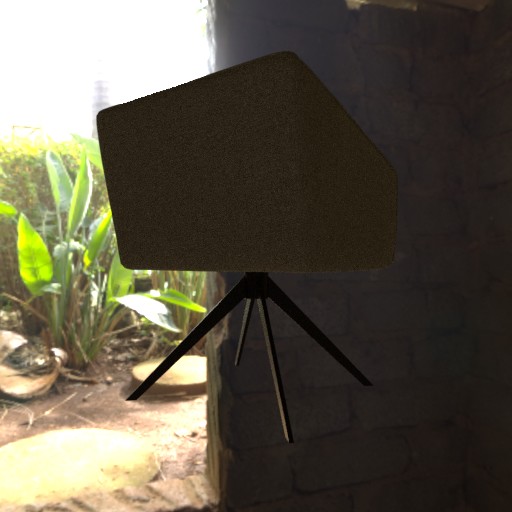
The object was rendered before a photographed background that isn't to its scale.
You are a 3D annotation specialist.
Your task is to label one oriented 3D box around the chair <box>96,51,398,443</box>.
[{"bbox_3d":[0.000,0.000,1.239,0.628,0.760,0.623,0,-1,36],"label":"chair"}]
